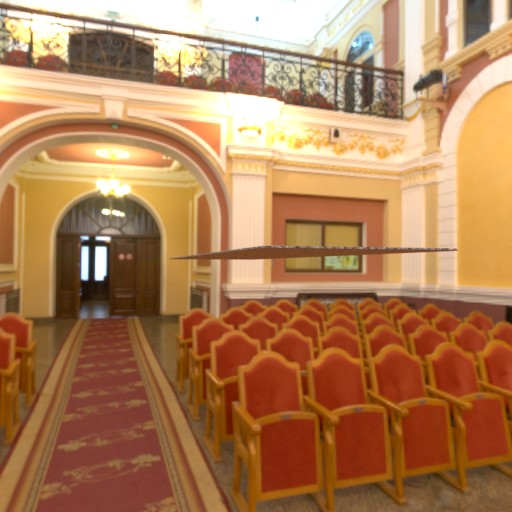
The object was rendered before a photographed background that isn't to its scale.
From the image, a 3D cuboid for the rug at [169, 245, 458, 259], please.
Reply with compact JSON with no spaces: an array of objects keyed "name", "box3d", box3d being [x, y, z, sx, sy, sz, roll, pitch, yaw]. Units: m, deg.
[{"name":"rug","box3d":[0.000,0.000,2.434,0.686,0.008,2.286,0,-1,-18]}]
